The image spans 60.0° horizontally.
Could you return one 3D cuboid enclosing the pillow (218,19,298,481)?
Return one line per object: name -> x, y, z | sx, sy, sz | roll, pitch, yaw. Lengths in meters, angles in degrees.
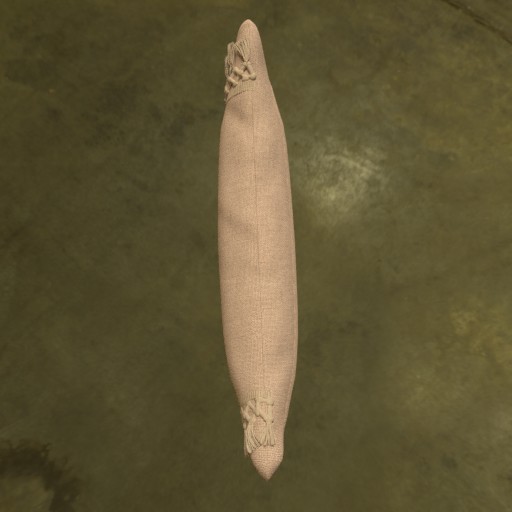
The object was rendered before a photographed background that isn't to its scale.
pillow -> 0.000, 0.000, 0.571 | 0.084, 0.305, 0.466 | -2, 76, -1
